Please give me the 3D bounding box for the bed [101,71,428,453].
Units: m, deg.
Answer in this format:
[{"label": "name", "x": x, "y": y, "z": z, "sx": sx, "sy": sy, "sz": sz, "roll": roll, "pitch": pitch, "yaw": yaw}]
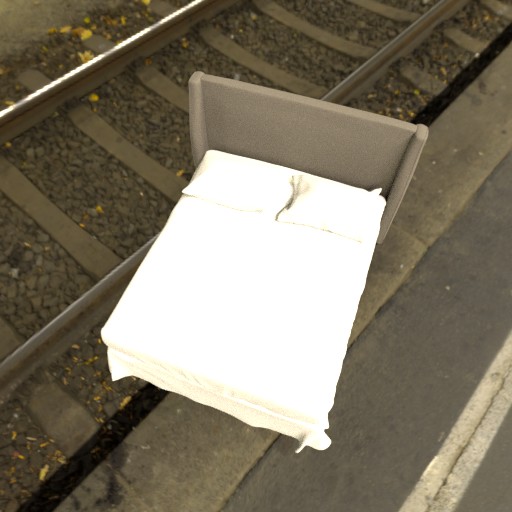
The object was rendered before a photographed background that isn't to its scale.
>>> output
[{"label": "bed", "x": 0.000, "y": 0.000, "z": 3.440, "sx": 1.925, "sy": 1.332, "sz": 2.276, "roll": 17, "pitch": 60, "yaw": 11}]
